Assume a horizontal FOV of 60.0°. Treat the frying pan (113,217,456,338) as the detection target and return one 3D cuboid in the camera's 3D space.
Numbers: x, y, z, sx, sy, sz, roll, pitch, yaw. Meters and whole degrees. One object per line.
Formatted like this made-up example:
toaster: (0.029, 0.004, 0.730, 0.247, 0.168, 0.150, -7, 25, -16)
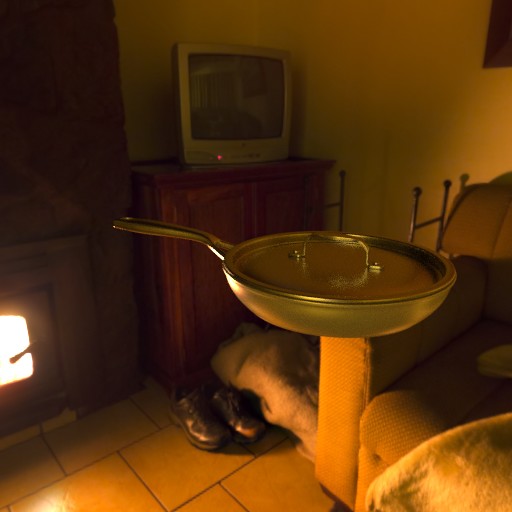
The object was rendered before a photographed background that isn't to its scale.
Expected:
frying pan: (0.000, 0.000, 0.592, 0.490, 0.086, 0.272, 9, 19, 27)
